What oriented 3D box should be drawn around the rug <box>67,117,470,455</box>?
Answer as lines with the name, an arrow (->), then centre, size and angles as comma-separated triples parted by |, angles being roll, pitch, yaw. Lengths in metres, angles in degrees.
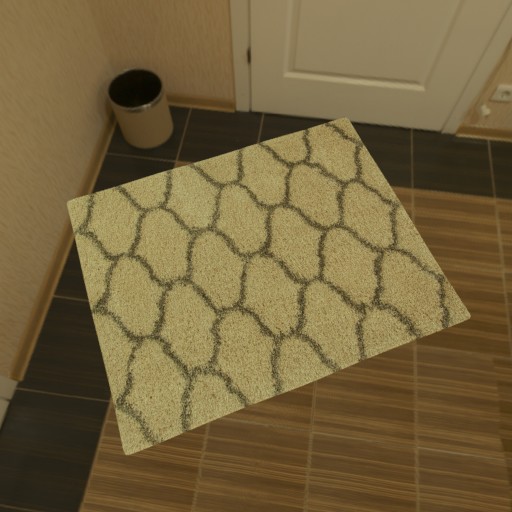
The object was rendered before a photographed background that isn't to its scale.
rug -> 0.000, 0.000, 4.012 | 3.000, 0.026, 2.399 | -19, 65, -9
